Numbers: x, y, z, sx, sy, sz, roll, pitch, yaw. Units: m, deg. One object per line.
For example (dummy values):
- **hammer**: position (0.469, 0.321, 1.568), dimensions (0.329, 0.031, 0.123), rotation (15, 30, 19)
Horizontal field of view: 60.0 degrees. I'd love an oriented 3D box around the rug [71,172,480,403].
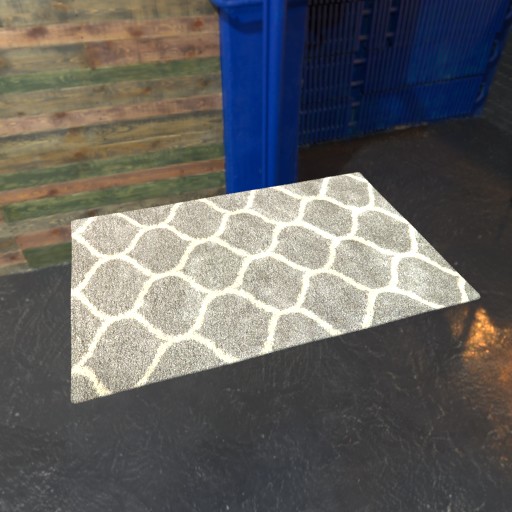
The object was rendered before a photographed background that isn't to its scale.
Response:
- **rug**: position (0.000, 0.000, 3.399), dimensions (2.701, 0.026, 1.801), rotation (-12, 42, -13)
